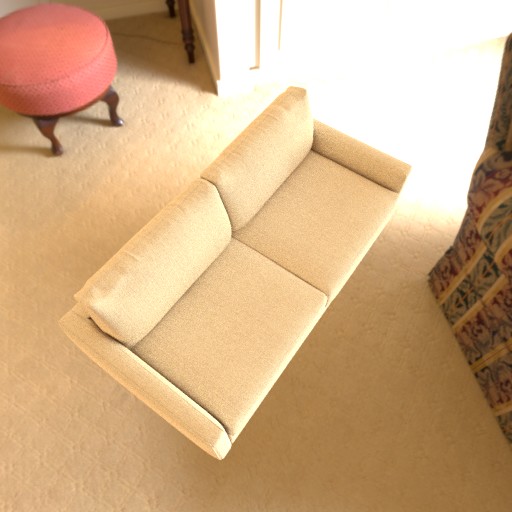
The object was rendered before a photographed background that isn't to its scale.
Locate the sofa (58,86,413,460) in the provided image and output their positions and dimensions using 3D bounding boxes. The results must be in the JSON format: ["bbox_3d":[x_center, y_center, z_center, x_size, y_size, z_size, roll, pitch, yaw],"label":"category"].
[{"bbox_3d":[0.000,0.000,2.152,0.839,0.812,1.651,32,64,17],"label":"sofa"}]
